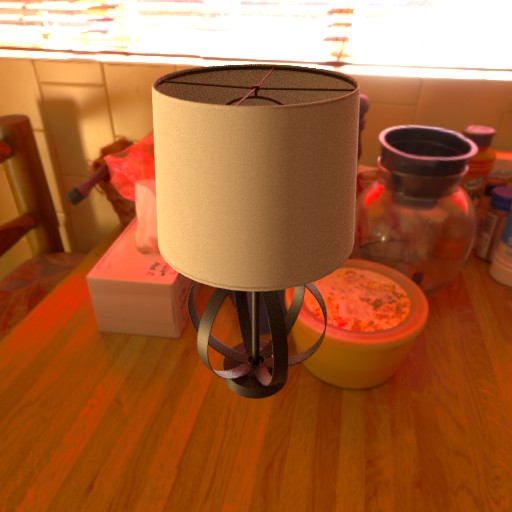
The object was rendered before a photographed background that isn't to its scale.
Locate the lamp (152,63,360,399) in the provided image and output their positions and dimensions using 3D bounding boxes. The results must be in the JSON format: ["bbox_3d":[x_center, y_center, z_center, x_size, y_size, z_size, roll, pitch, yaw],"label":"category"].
[{"bbox_3d":[0.000,0.000,0.682,0.286,0.510,0.286,0,32,0],"label":"lamp"}]
